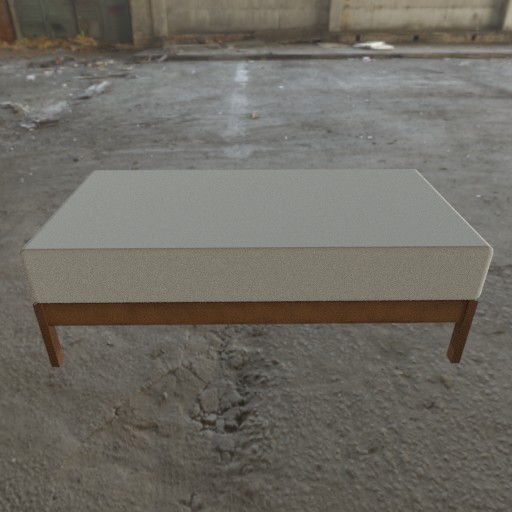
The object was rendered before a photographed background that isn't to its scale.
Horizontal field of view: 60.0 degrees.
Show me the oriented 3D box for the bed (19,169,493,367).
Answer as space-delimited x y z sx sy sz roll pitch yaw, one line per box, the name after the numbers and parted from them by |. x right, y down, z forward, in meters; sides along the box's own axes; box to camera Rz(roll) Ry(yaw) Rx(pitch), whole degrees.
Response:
0.000 0.000 2.317 1.902 0.616 0.961 0 30 -1 | bed
